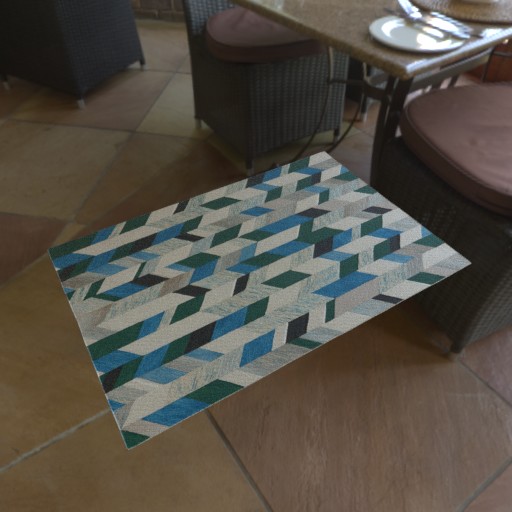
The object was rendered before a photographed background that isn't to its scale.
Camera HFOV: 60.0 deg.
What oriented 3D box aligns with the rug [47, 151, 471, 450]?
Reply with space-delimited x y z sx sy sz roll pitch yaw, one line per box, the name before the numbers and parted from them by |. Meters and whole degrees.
rug | 0.000 0.000 2.294 1.827 0.005 1.229 -23 50 -21
